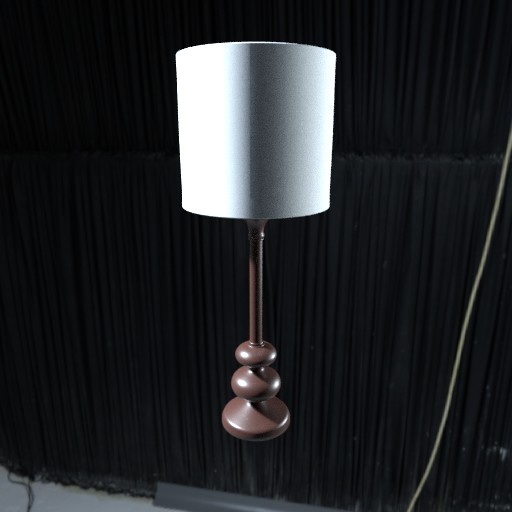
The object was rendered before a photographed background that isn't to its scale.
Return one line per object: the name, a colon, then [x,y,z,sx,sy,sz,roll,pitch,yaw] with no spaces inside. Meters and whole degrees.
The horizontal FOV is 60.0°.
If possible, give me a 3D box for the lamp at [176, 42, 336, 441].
lamp: [0.000,0.000,0.804,0.254,0.690,0.254,3,16,11]
